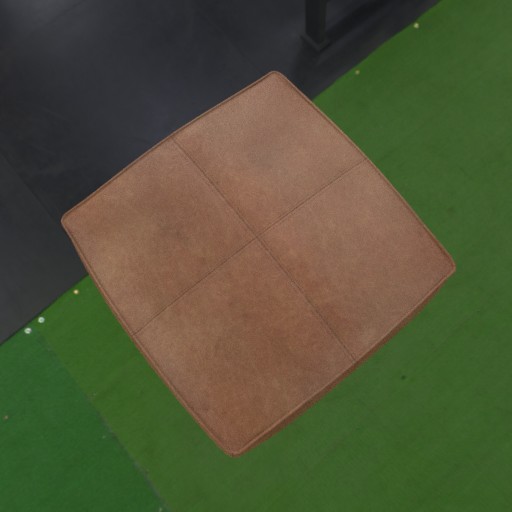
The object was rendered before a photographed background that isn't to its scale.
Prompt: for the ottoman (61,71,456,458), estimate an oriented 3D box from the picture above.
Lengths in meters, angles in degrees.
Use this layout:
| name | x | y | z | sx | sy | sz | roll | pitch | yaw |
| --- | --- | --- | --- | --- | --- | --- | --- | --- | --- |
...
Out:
| name | x | y | z | sx | sy | sz | roll | pitch | yaw |
| --- | --- | --- | --- | --- | --- | --- | --- | --- | --- |
| ottoman | 0.000 | 0.000 | 1.375 | 0.901 | 0.395 | 0.902 | -37 | 79 | -9 |
